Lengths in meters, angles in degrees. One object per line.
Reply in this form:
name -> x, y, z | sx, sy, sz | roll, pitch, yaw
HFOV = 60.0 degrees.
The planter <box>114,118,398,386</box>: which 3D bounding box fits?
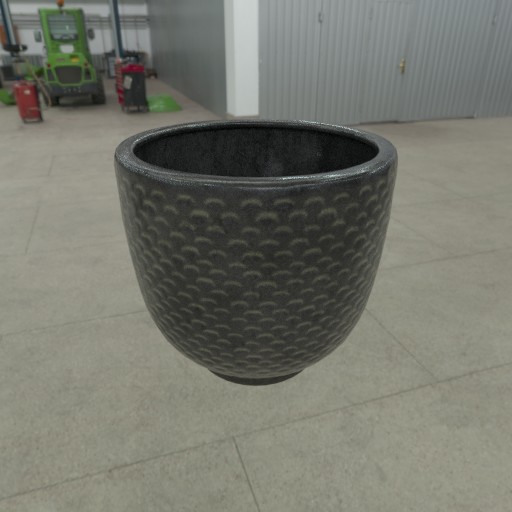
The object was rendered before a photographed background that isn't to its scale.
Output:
planter -> 0.000, 0.000, 0.312 | 0.172, 0.160, 0.172 | 0, 27, 0
